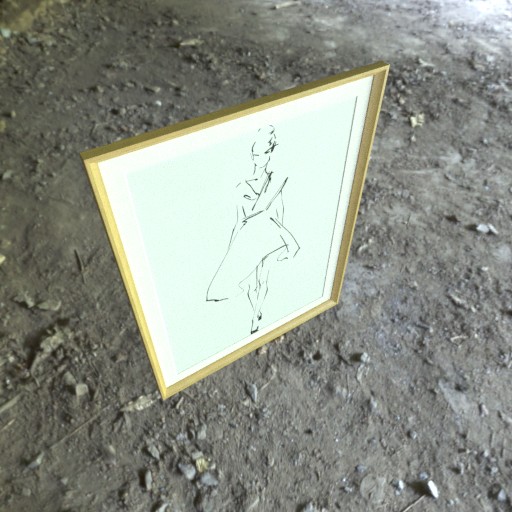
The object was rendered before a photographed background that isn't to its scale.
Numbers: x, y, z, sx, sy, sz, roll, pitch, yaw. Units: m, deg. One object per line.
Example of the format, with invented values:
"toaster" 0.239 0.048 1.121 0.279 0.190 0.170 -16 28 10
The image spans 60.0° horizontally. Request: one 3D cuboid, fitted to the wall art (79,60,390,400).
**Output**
"wall art" 0.000 0.000 1.362 0.798 1.002 0.030 -25 51 -22
